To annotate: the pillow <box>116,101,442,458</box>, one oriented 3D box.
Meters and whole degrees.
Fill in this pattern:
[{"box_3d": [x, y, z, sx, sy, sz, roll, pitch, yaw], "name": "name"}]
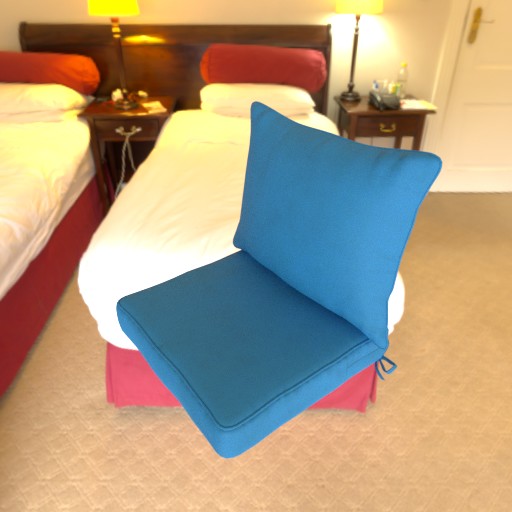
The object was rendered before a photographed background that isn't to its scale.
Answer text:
[{"box_3d": [0.000, 0.000, 1.372, 0.733, 0.725, 0.798, -23, 39, -31], "name": "pillow"}]
